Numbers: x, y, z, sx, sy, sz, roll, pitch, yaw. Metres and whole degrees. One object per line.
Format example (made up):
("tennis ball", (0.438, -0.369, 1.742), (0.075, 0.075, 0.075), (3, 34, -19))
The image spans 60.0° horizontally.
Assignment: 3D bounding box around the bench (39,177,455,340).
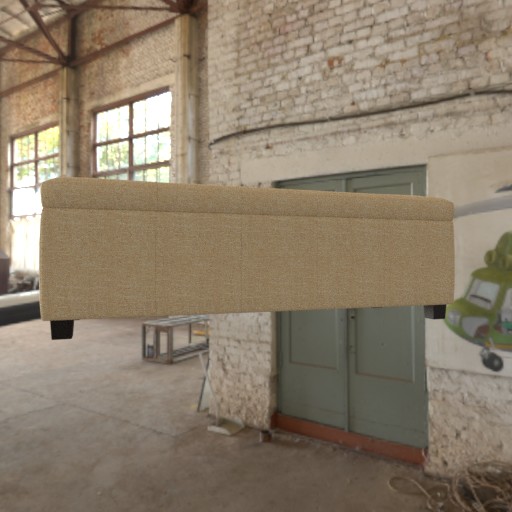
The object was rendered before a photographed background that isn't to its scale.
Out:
("bench", (0.000, 0.000, 1.431), (1.219, 0.406, 0.432), (0, 0, -19))
